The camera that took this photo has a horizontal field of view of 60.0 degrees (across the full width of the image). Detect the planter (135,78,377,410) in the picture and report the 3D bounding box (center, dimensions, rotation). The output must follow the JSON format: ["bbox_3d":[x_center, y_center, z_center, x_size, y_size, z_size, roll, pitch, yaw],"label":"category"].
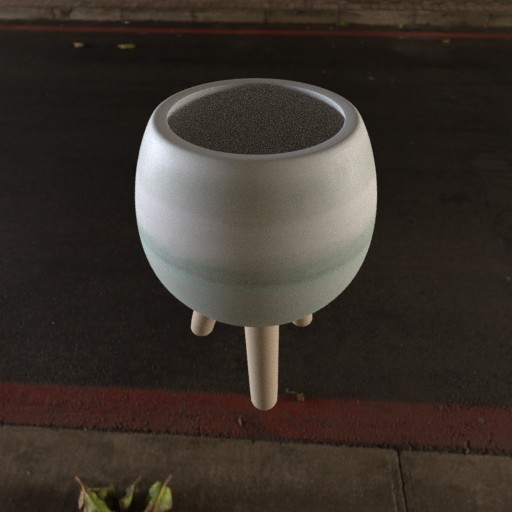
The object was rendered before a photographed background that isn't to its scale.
[{"bbox_3d":[0.000,0.000,0.336,0.161,0.224,0.161,0,40,0],"label":"planter"}]
